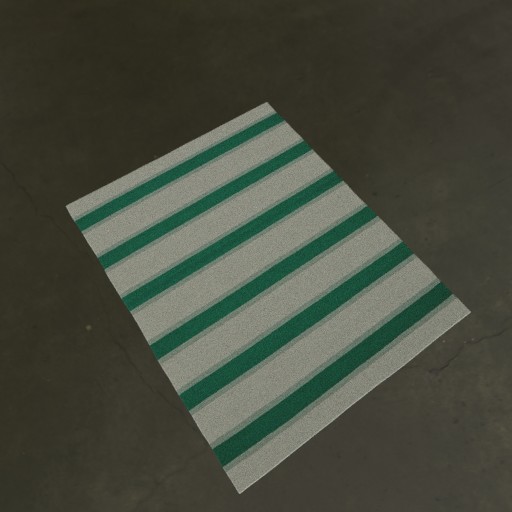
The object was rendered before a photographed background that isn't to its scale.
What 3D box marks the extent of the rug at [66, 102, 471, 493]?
[{"bbox_3d":[0.000,0.000,4.094,2.434,0.019,3.041,-32,67,-15],"label":"rug"}]
